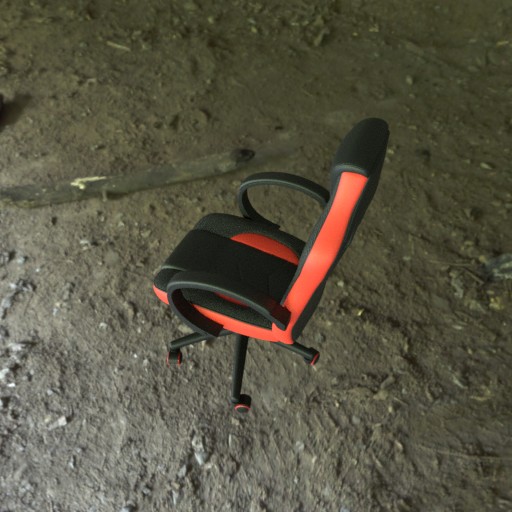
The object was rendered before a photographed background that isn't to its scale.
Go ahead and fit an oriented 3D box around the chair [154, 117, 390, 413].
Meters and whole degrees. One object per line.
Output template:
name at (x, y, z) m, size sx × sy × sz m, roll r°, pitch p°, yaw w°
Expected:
chair at (0.000, 0.000, 1.431) m, size 0.642 × 1.016 × 0.600 m, roll 17°, pitch 48°, yaw 16°
